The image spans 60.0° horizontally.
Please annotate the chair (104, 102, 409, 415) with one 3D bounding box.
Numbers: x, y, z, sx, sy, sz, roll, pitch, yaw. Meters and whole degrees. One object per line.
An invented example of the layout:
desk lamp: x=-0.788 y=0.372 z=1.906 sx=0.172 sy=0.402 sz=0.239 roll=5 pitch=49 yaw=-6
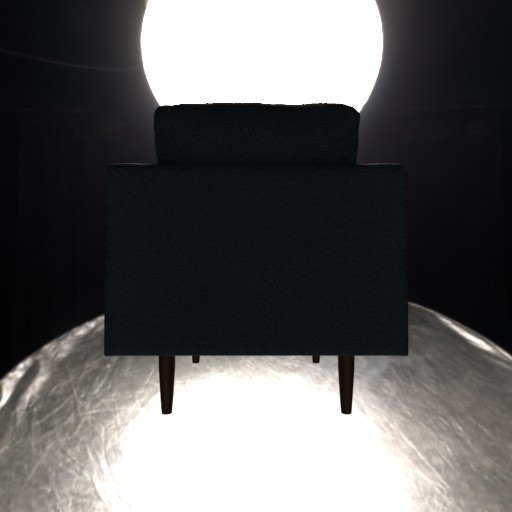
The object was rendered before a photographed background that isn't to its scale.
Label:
chair: x=0.000 y=0.000 z=1.617 sx=0.855 sy=0.922 sz=0.820 roll=0 pitch=-1 yaw=0
